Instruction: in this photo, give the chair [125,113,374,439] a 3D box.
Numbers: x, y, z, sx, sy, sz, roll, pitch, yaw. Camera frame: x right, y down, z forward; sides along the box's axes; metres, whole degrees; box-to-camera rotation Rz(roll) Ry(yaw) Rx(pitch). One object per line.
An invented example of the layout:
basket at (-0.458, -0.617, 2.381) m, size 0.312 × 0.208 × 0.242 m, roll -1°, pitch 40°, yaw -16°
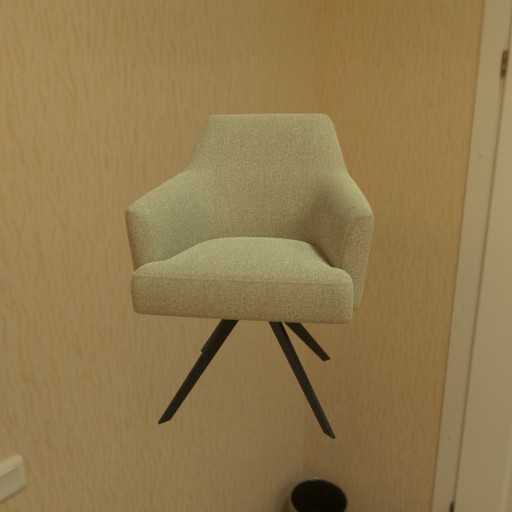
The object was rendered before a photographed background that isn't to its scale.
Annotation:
chair at (0.000, 0.000, 1.351) m, size 0.642 × 0.874 × 0.677 m, roll 2°, pitch 13°, yaw 8°
